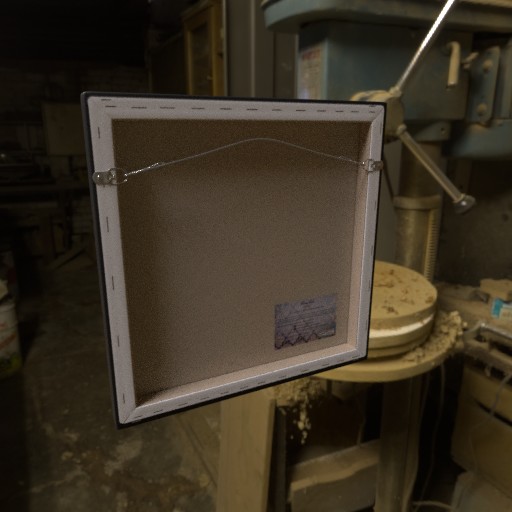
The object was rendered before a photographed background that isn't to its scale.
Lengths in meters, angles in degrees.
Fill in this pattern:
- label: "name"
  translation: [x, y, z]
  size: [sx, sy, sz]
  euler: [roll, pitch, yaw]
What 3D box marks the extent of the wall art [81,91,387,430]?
- label: "wall art"
  translation: [0.000, 0.000, 0.907]
  size: [0.610, 0.611, 0.043]
  euler: [-8, 18, -26]
